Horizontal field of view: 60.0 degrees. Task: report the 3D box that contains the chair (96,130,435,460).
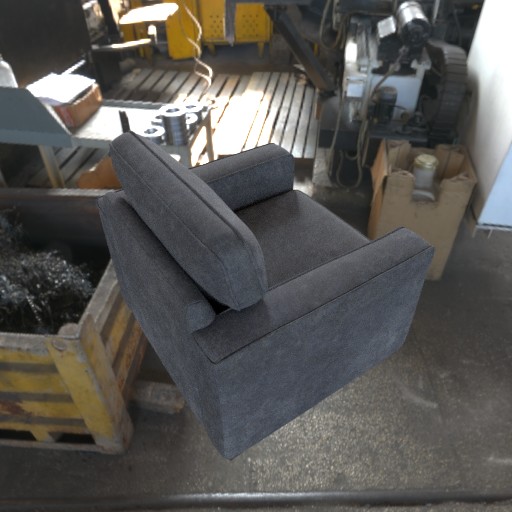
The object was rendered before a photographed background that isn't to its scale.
[{"bbox_3d":[0.000,0.000,1.807,0.939,0.965,1.015,-24,46,-25],"label":"chair"}]
